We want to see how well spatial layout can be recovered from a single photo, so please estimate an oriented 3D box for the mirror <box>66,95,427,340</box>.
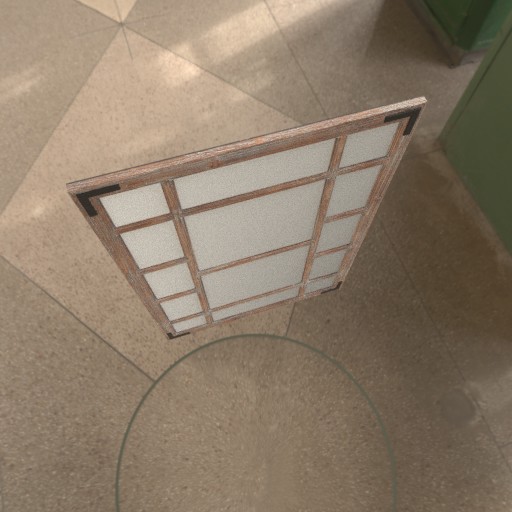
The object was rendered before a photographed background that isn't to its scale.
[{"bbox_3d":[0.000,0.000,1.280,0.705,0.996,0.025,-16,65,-8],"label":"mirror"}]
